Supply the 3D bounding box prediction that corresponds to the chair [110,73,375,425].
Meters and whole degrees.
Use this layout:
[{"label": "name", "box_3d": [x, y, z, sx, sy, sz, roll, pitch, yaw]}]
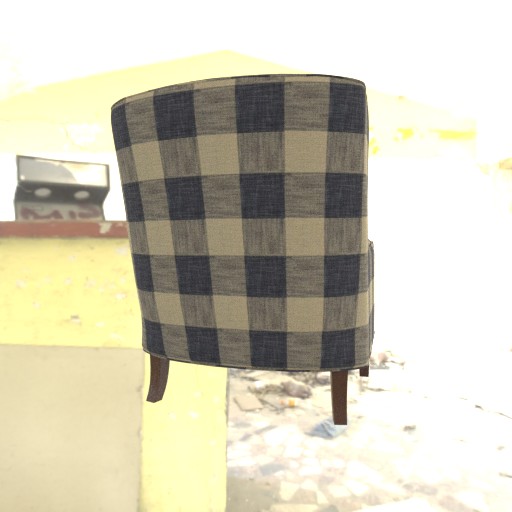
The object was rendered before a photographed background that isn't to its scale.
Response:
[{"label": "chair", "box_3d": [0.000, 0.000, 1.651, 0.830, 1.041, 0.889, 0, 1, 18]}]
